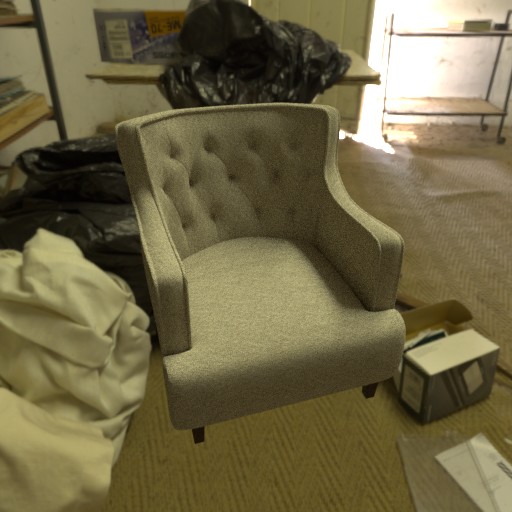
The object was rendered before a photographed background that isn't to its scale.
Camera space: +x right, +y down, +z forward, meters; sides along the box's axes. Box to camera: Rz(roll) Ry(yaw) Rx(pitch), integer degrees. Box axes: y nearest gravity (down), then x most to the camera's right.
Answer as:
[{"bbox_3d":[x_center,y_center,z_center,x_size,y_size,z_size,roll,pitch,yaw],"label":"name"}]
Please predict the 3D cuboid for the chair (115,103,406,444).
[{"bbox_3d":[0.000,0.000,1.649,0.820,0.920,0.910,-9,32,-15],"label":"chair"}]
